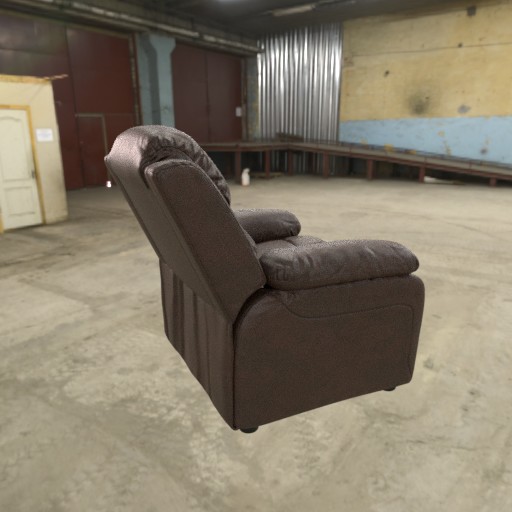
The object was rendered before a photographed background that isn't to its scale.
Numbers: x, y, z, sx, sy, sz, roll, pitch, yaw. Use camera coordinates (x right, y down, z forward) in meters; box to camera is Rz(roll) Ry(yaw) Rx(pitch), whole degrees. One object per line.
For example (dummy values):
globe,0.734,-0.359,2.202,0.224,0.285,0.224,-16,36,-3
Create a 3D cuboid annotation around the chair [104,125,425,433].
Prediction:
chair,0.000,0.000,1.250,0.707,0.702,0.680,-7,17,-26
